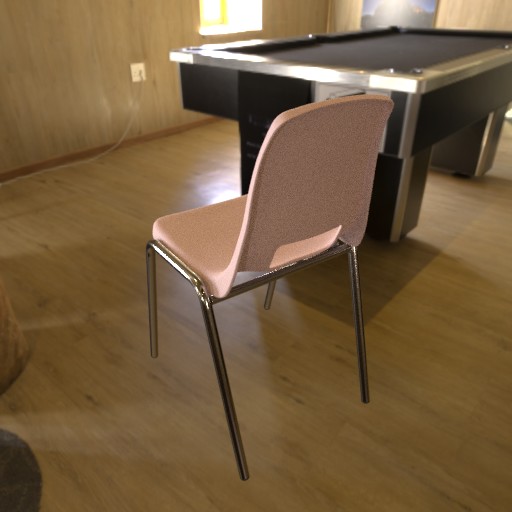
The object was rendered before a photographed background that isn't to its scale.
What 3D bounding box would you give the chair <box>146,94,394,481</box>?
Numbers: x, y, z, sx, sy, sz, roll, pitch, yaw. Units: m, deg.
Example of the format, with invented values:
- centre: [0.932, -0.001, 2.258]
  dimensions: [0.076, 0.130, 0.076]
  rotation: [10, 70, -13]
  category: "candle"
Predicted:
- centre: [0.000, 0.000, 0.922]
  dimensions: [0.381, 0.704, 0.436]
  rotation: [-19, 36, -29]
  category: "chair"
